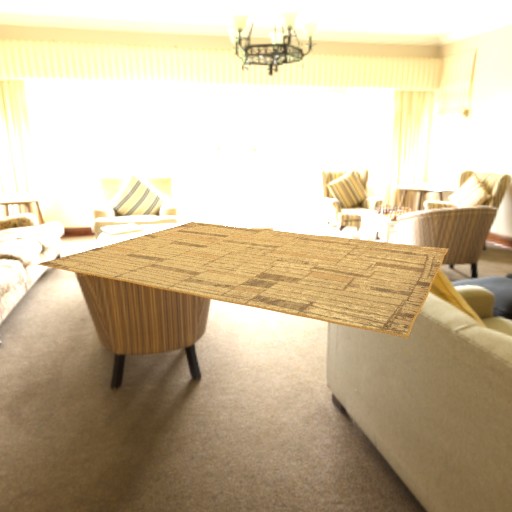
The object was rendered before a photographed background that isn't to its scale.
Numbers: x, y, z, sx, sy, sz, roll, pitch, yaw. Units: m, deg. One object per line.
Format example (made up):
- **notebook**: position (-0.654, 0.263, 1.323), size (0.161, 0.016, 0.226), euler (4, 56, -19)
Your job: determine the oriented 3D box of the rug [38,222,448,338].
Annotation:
- **rug**: position (0.000, 0.000, 4.439), size (3.357, 0.019, 2.449), euler (8, 17, 27)
